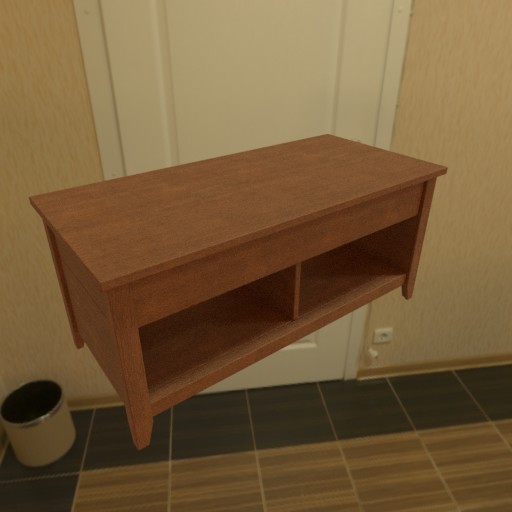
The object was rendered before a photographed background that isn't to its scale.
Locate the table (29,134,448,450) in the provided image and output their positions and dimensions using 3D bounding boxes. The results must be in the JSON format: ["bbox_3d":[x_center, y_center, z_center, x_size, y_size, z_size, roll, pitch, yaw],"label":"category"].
[{"bbox_3d":[0.000,0.000,1.283,1.016,0.457,0.483,-20,35,-32],"label":"table"}]
